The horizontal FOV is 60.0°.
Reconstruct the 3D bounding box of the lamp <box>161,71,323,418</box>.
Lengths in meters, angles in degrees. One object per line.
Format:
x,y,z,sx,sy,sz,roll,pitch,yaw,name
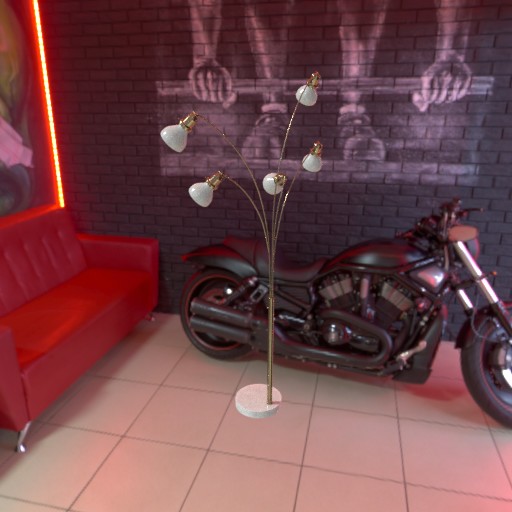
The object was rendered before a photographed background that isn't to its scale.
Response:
0.000,0.000,3.073,1.405,2.423,0.361,-16,24,-42,lamp
